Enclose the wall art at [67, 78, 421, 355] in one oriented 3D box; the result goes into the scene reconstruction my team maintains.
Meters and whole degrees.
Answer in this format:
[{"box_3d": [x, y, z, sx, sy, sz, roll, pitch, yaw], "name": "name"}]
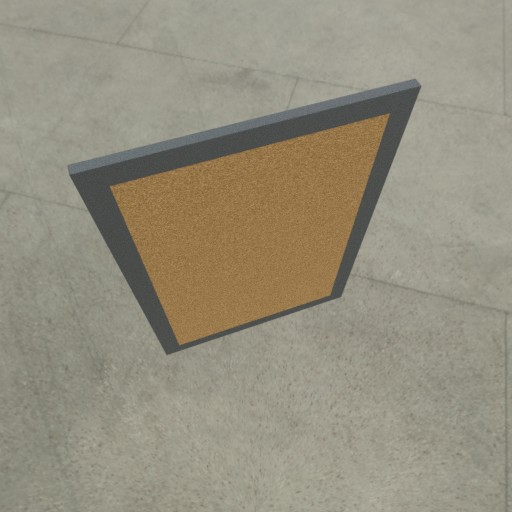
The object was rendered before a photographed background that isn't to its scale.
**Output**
[{"box_3d": [0.000, 0.000, 0.683, 0.380, 0.534, 0.013, -17, 61, -10], "name": "wall art"}]
